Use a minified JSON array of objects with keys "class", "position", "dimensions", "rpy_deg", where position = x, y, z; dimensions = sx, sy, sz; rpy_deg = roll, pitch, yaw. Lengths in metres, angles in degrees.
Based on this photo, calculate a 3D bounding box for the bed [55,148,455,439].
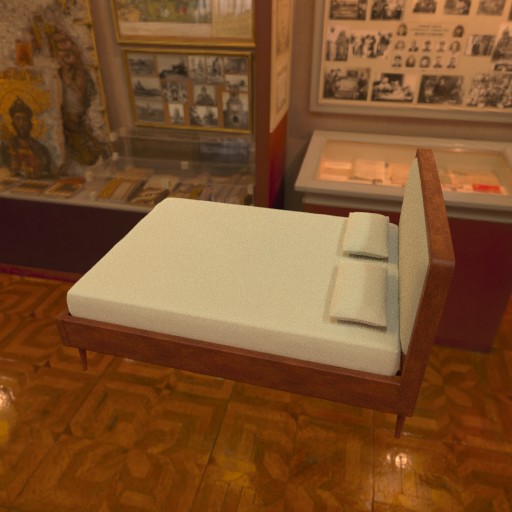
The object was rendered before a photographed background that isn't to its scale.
[{"class":"bed","position":[0.000,0.000,3.109],"dimensions":[2.196,1.275,1.587],"rpy_deg":[8,33,13]}]
